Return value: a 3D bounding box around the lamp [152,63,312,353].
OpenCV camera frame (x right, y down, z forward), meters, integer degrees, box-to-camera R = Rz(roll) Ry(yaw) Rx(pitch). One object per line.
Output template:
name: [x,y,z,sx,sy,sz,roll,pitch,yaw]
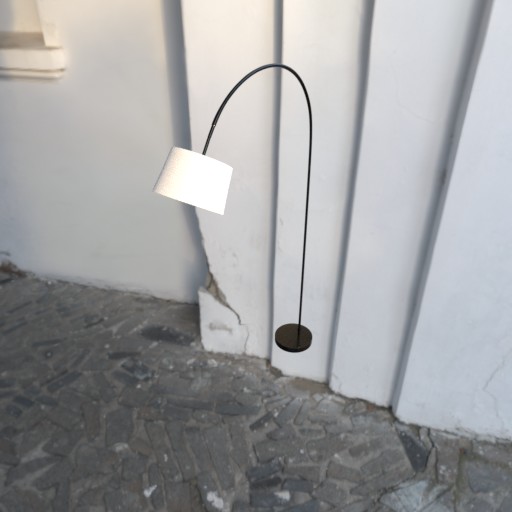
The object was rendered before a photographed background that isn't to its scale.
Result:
lamp: [0.000,0.000,2.654,0.331,2.104,1.363,19,36,29]
